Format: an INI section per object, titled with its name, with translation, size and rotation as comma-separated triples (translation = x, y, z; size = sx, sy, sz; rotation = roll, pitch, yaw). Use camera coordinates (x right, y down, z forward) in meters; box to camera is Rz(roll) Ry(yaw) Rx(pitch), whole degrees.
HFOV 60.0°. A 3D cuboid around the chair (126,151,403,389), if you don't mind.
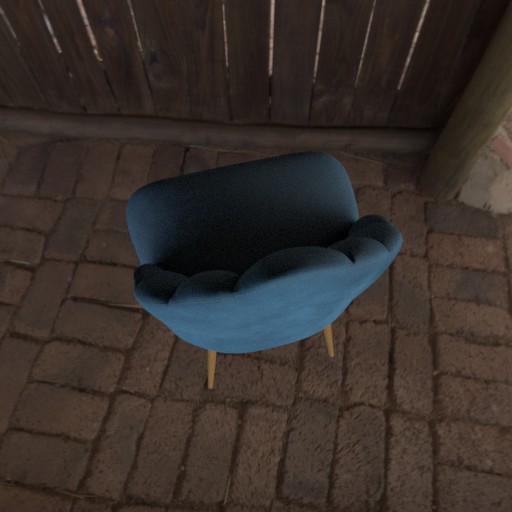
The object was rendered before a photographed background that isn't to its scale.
[chair]
translation = 0.000, 0.000, 1.234
size = 0.657, 0.819, 0.599
rotation = -13, 60, -7
